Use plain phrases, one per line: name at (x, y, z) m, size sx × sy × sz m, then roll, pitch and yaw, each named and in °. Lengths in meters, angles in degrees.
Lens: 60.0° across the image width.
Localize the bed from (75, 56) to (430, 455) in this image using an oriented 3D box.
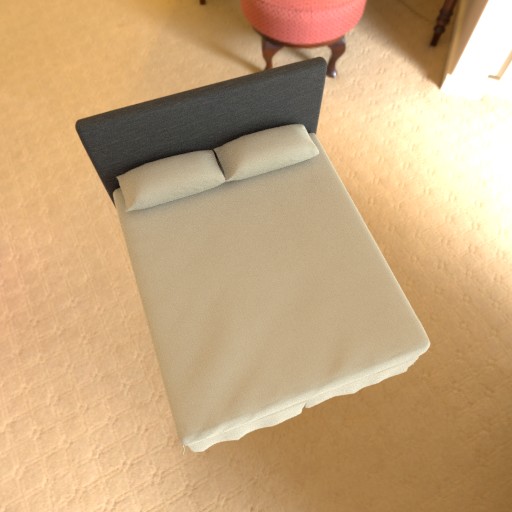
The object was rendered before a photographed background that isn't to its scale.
bed at (0.000, 0.000, 3.204) m, size 1.884 × 1.330 × 2.142 m, roll -18°, pitch 65°, yaw -9°
